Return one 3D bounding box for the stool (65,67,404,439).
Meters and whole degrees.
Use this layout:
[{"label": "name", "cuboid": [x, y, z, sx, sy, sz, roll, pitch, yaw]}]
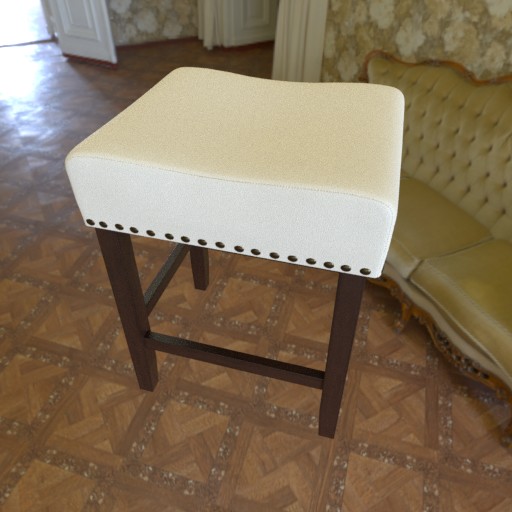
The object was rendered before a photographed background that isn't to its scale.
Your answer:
[{"label": "stool", "cuboid": [0.000, 0.000, 0.911, 0.471, 0.609, 0.401, 10, 41, 12]}]
